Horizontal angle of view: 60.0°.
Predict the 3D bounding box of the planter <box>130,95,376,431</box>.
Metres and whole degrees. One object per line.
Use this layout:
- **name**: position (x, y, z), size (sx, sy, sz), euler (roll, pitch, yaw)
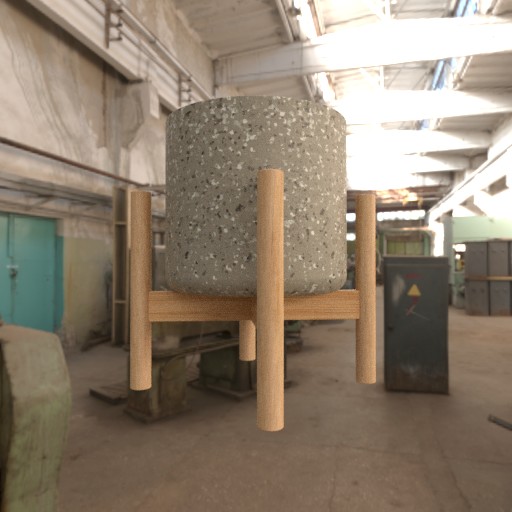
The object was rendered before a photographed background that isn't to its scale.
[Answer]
- **planter**: position (0.000, 0.000, 0.554), size (0.284, 0.320, 0.284), euler (0, -1, 17)
